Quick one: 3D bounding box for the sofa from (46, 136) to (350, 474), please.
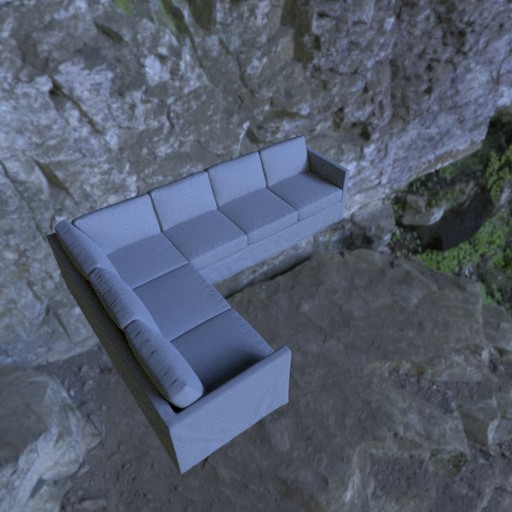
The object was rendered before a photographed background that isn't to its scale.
[{"bbox_3d":[0.000,0.000,4.349,3.182,0.871,2.432,-27,48,-27],"label":"sofa"}]
